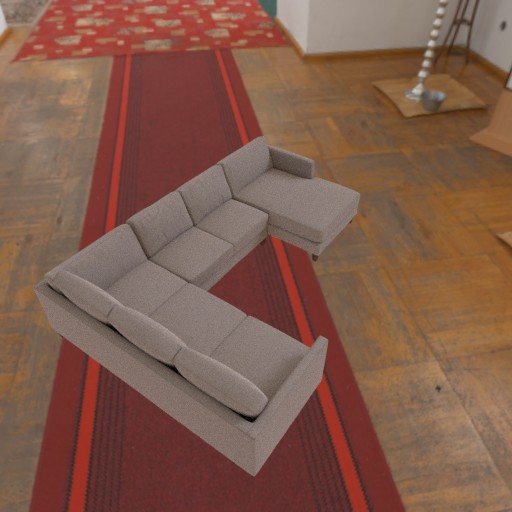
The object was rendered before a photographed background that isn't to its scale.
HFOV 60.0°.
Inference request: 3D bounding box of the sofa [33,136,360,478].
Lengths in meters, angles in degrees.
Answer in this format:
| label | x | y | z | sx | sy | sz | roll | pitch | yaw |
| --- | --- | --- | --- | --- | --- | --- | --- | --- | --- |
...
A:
| label | x | y | z | sx | sy | sz | roll | pitch | yaw |
| --- | --- | --- | --- | --- | --- | --- | --- | --- | --- |
| sofa | 0.000 | 0.000 | 4.594 | 2.424 | 0.865 | 3.438 | 25 | 47 | 26 |
